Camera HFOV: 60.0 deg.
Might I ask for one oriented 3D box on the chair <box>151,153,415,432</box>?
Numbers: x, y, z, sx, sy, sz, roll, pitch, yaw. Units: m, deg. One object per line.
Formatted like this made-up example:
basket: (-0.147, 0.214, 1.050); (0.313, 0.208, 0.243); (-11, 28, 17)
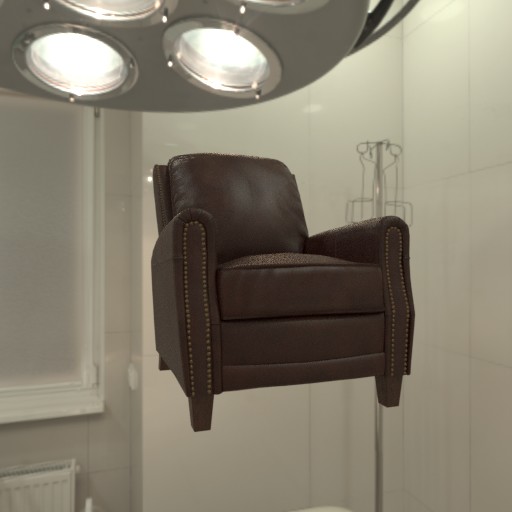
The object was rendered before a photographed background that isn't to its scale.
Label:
chair: (0.000, 0.000, 1.842); (0.826, 1.022, 1.089); (0, 0, -18)
